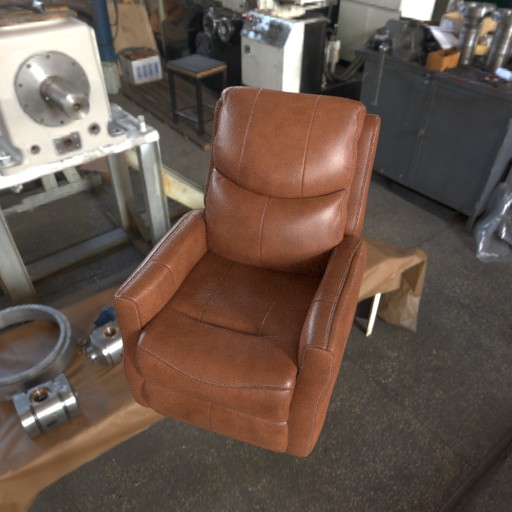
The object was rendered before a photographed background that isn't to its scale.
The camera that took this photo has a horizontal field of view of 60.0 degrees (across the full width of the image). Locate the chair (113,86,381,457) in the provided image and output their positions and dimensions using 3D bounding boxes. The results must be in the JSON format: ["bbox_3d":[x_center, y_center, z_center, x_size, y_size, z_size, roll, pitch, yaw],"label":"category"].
[{"bbox_3d":[0.000,0.000,1.723,0.821,1.016,1.072,12,41,14],"label":"chair"}]
